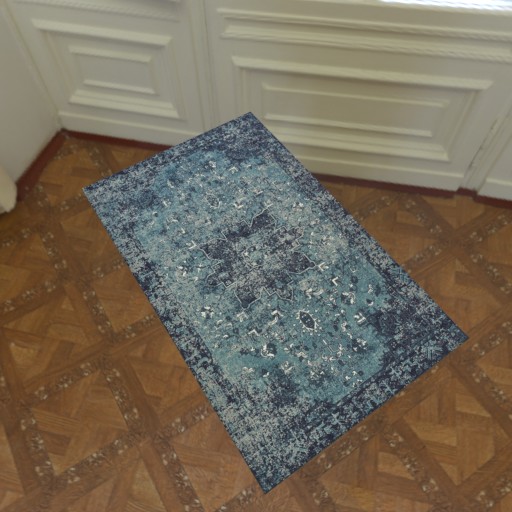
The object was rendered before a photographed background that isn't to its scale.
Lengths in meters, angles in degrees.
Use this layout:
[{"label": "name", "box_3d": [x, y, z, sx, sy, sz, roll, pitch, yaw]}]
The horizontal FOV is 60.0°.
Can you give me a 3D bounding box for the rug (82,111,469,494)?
[{"label": "rug", "box_3d": [0.000, 0.000, 3.024, 1.525, 0.007, 2.440, -30, 63, -17]}]
